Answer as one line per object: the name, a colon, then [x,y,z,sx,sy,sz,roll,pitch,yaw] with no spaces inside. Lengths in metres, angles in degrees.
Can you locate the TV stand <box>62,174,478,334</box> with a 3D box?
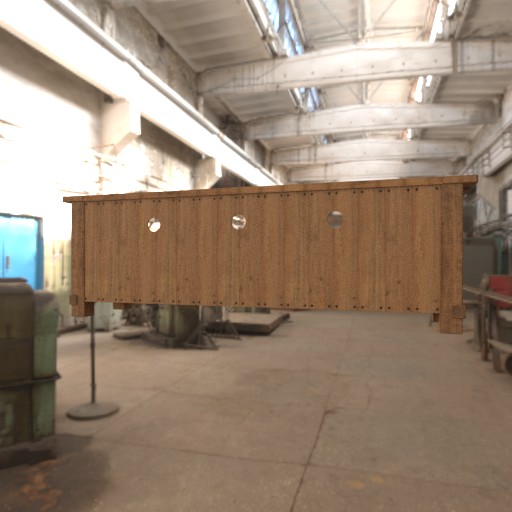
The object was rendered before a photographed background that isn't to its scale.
TV stand: [0.000,0.000,2.062,1.804,0.573,0.453,0,-1,18]
